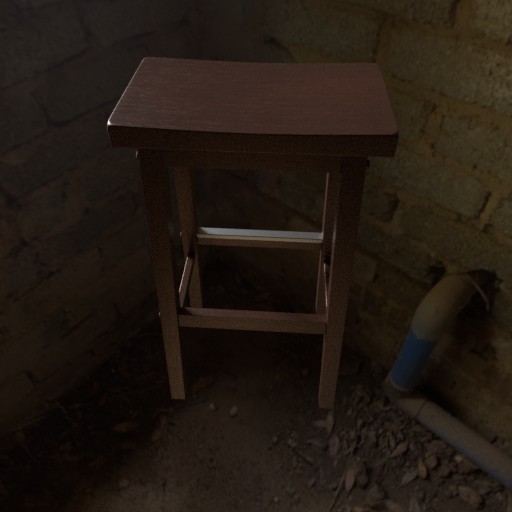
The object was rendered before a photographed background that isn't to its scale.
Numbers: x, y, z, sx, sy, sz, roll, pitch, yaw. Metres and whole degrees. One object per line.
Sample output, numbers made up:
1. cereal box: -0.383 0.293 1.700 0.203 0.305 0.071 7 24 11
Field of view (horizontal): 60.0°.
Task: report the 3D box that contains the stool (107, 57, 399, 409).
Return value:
1. stool: 0.000 0.000 0.954 0.406 0.742 0.322 3 47 3
